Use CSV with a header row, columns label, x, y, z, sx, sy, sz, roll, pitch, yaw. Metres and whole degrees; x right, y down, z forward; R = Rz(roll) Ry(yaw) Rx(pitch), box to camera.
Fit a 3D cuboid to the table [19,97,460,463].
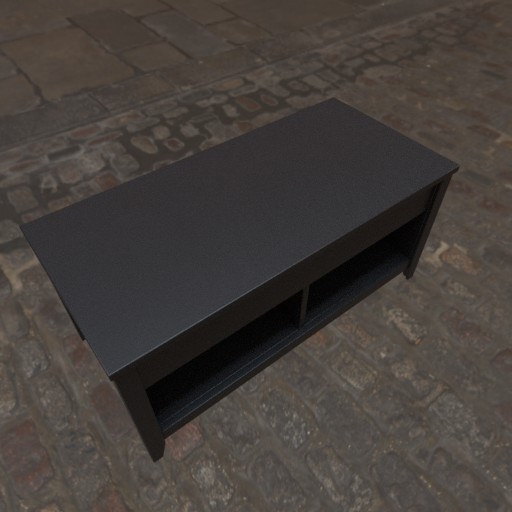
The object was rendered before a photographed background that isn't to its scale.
label,x,y,z,sx,sy,sz,roll,pitch,yaw
table,0.000,0.000,1.274,1.016,0.457,0.483,-29,53,-25
